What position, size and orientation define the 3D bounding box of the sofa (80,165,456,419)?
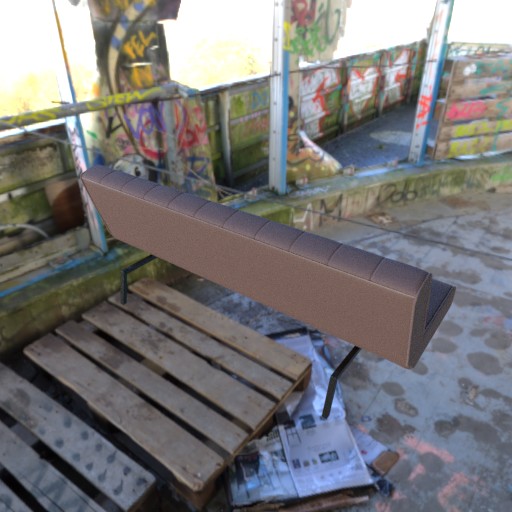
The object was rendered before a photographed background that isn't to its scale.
[{"bbox_3d":[0.000,0.000,2.158,1.703,0.699,0.747,21,37,31],"label":"sofa"}]
